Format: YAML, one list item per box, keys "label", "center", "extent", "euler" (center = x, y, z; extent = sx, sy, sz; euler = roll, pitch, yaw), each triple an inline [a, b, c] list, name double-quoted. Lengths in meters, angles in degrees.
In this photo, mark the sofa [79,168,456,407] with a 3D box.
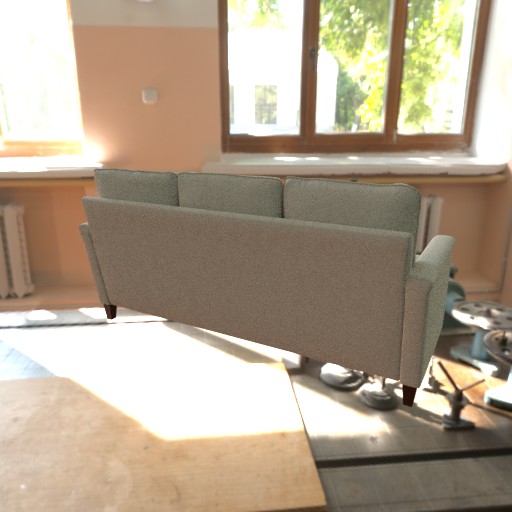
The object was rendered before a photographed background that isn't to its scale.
- label: "sofa"
  center: [0.000, 0.000, 2.440]
  extent: [1.925, 0.961, 0.828]
  euler: [9, 19, 28]
